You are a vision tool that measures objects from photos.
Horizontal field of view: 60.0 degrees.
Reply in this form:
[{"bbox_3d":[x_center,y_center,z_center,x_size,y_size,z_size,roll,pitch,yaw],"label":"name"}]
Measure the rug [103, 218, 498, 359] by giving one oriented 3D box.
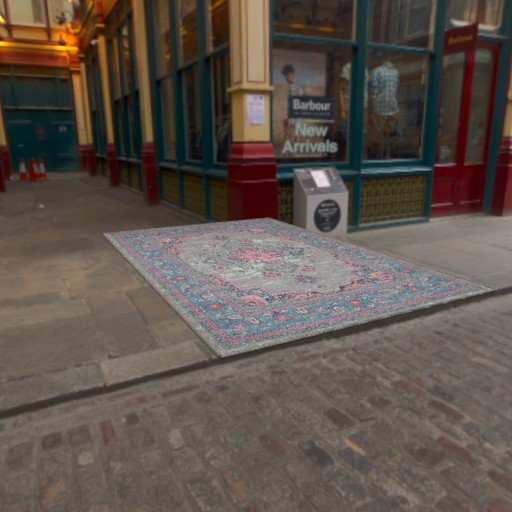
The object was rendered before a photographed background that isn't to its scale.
[{"bbox_3d":[0.000,0.000,2.151,1.144,0.014,1.748,-8,17,-27],"label":"rug"}]
